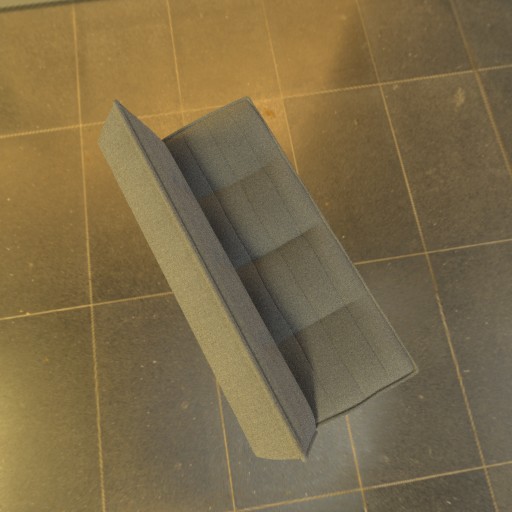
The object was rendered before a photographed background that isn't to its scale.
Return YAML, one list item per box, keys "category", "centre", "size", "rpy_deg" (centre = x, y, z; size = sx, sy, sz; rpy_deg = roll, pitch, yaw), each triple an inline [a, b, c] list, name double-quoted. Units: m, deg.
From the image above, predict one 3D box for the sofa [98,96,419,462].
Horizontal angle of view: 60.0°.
- category: "sofa"
  centre: [0.000, 0.000, 2.483]
  size: [0.950, 0.890, 1.940]
  rpy_deg: [-28, 76, -7]
